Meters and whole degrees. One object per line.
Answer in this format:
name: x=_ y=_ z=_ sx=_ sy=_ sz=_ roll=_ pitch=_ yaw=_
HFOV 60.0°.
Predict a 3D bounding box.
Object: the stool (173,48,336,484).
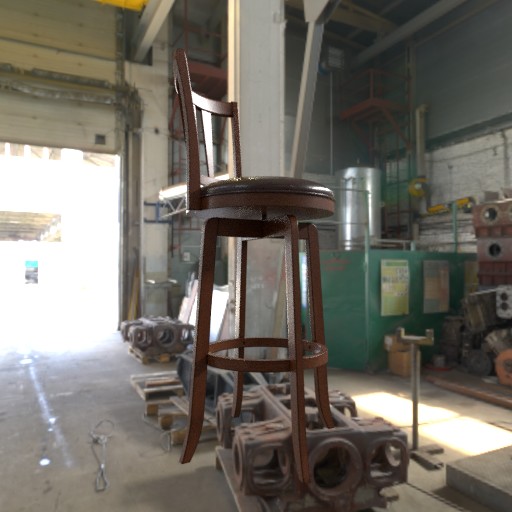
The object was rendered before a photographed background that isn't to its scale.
stool: x=0.000 y=0.000 z=1.413 sx=0.503 sy=1.177 sz=0.464 roll=0 pitch=-1 yaw=19
